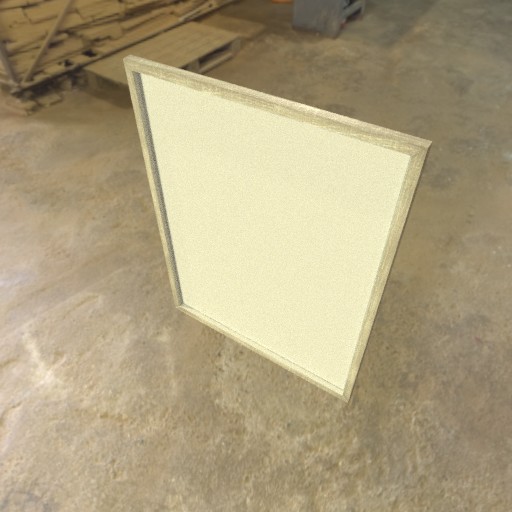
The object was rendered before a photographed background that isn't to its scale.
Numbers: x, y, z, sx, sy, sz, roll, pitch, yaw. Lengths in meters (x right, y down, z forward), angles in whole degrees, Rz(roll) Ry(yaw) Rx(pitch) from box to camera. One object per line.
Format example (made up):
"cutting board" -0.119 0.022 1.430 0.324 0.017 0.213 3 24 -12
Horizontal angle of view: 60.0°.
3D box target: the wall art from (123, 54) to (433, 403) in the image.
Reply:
"wall art" 0.000 0.000 1.345 0.781 1.022 0.035 24 50 22
